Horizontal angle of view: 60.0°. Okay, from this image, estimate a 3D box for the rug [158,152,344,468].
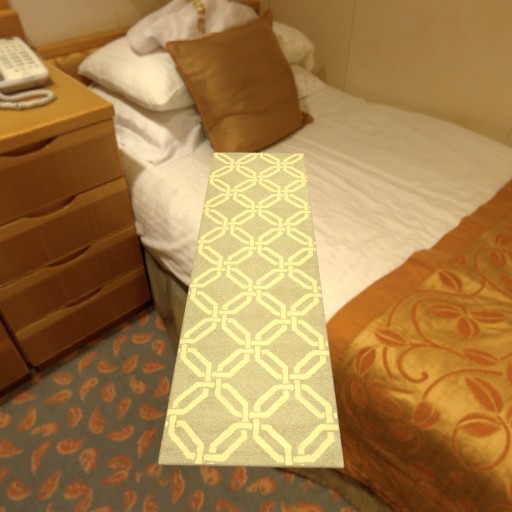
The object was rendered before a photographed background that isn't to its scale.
[{"bbox_3d":[0.000,0.000,2.451,0.678,0.014,2.276,1,42,1],"label":"rug"}]
